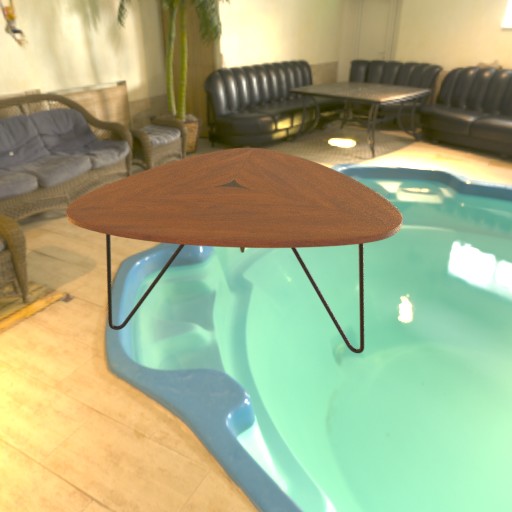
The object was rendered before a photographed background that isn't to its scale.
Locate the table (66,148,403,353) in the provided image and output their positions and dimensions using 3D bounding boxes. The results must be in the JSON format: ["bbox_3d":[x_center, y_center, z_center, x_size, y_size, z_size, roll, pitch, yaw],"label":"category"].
[{"bbox_3d":[0.000,0.000,1.345,0.821,0.413,0.833,18,33,31],"label":"table"}]
